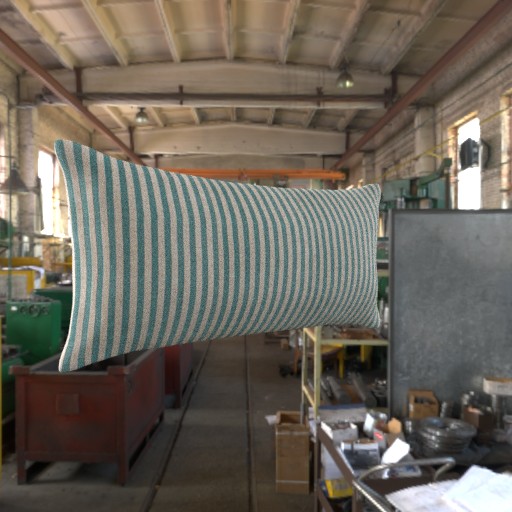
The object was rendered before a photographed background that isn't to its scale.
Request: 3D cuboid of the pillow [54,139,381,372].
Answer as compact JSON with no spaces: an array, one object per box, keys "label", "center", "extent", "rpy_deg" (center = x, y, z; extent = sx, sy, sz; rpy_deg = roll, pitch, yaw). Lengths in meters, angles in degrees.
[{"label":"pillow","center":[0.000,0.000,0.733],"extent":[0.617,0.295,0.151],"rpy_deg":[0,0,-35]}]
